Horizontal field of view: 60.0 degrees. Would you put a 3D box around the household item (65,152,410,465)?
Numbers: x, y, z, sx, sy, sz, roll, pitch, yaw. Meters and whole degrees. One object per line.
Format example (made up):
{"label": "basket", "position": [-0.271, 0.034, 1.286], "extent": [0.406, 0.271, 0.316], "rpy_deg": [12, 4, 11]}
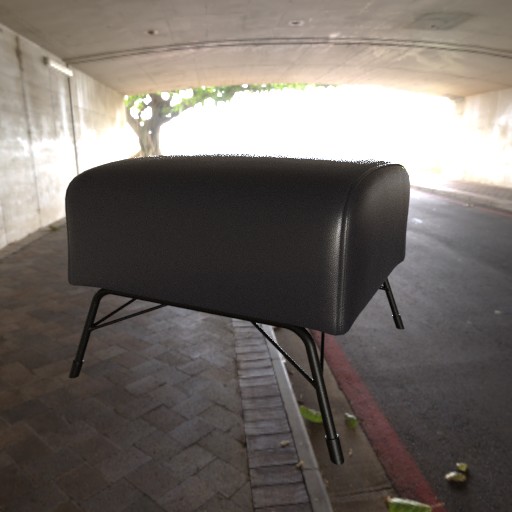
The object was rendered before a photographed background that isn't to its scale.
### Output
{"label": "household item", "position": [0.000, 0.000, 0.896], "extent": [0.530, 0.410, 0.530], "rpy_deg": [7, 16, 26]}
